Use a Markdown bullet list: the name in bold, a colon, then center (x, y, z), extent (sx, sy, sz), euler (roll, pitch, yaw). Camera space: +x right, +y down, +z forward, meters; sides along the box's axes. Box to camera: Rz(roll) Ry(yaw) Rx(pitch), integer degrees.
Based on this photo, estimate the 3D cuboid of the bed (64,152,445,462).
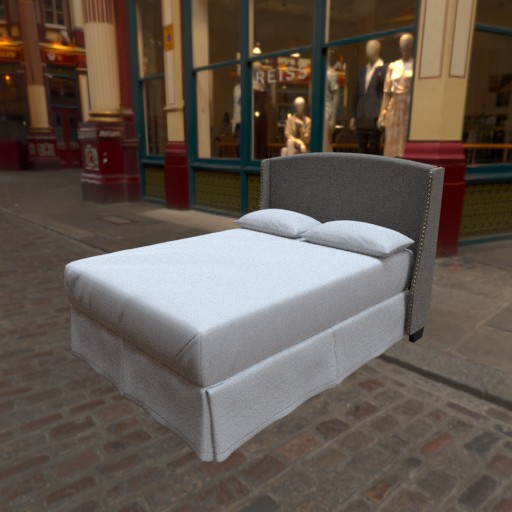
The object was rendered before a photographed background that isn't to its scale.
- **bed**: center (0.000, 0.000, 3.234), extent (2.237, 1.407, 1.710), euler (-15, 21, -43)
